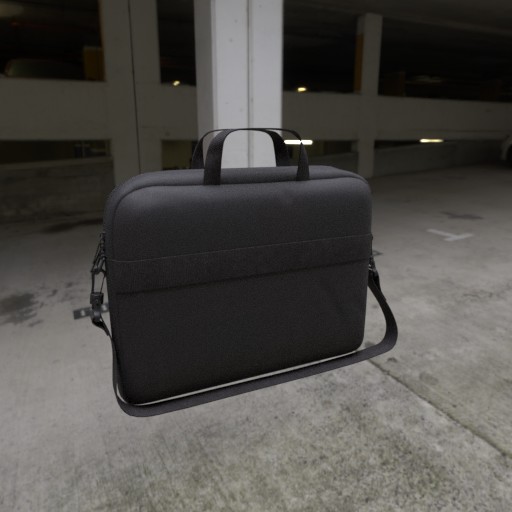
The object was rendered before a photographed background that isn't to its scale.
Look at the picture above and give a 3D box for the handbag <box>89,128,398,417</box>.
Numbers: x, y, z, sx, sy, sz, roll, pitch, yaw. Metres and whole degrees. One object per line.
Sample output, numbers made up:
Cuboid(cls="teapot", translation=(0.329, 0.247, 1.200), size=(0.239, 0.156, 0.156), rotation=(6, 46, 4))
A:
Cuboid(cls="handbag", translation=(0.000, 0.000, 0.442), size=(0.320, 0.244, 0.089), rotation=(-7, 17, -25))
